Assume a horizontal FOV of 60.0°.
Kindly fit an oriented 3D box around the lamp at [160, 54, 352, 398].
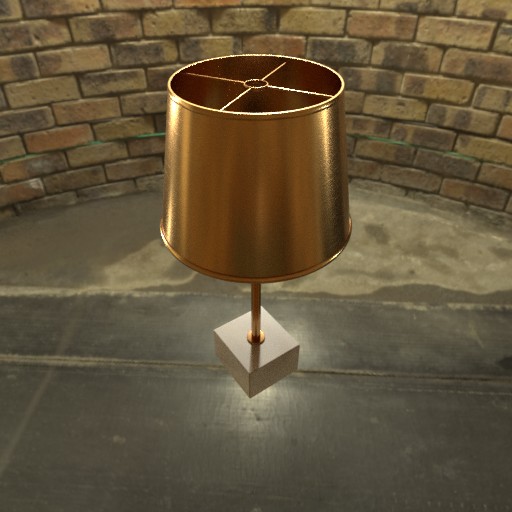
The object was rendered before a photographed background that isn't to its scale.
[{"bbox_3d":[0.000,0.000,0.523,0.208,0.406,0.208,0,40,0],"label":"lamp"}]
